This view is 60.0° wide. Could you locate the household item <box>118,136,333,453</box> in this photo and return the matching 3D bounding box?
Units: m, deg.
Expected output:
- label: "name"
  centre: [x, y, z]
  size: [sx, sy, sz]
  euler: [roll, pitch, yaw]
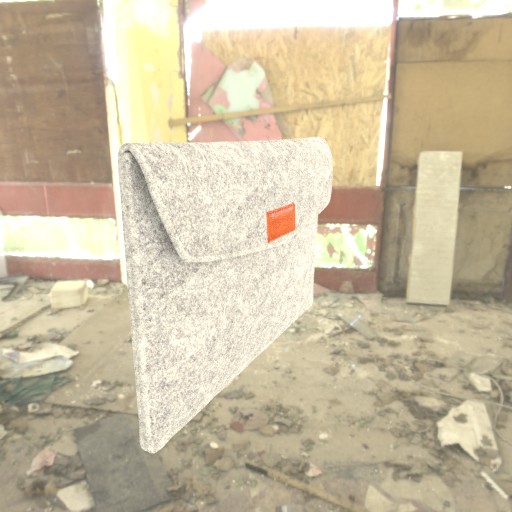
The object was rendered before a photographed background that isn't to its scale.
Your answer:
- label: "household item"
  centre: [0.000, 0.000, 0.431]
  size: [0.057, 0.221, 0.335]
  euler: [8, 18, 26]
